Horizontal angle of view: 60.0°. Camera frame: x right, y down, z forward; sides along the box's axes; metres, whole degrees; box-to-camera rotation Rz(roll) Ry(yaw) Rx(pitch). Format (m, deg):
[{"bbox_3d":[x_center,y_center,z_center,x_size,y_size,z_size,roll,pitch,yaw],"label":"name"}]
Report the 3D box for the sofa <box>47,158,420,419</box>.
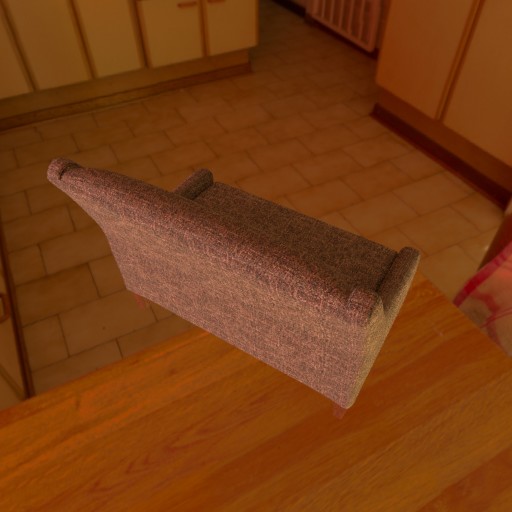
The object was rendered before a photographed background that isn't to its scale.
[{"bbox_3d":[0.000,0.000,1.930,1.242,1.021,0.870,24,51,21],"label":"sofa"}]
